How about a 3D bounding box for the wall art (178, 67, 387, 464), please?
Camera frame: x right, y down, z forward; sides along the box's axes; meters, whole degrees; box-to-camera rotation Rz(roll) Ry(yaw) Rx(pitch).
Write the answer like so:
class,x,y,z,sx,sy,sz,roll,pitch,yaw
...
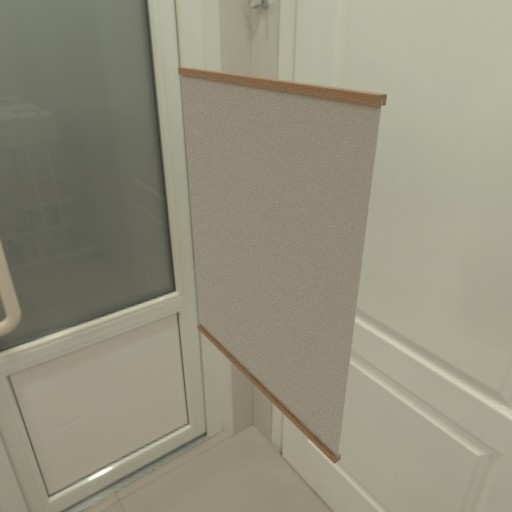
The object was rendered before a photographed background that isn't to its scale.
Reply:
class,x,y,z,sx,sy,sz,roll,pitch,yaw
wall art,0.000,0.000,0.677,0.012,0.508,0.405,-18,32,-32
